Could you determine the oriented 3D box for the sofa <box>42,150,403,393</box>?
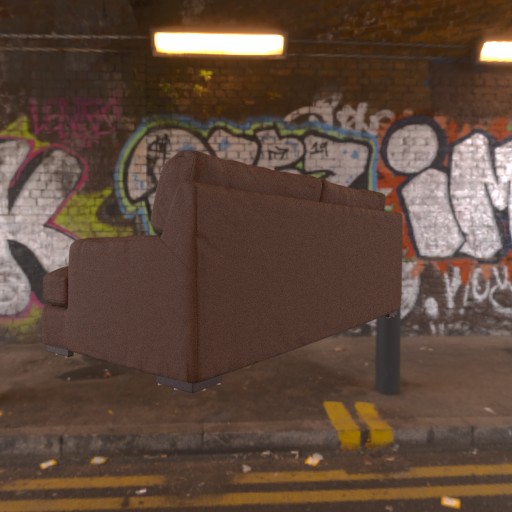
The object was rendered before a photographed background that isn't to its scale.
[{"bbox_3d":[0.000,0.000,2.827,1.140,0.950,2.274,1,2,37],"label":"sofa"}]
